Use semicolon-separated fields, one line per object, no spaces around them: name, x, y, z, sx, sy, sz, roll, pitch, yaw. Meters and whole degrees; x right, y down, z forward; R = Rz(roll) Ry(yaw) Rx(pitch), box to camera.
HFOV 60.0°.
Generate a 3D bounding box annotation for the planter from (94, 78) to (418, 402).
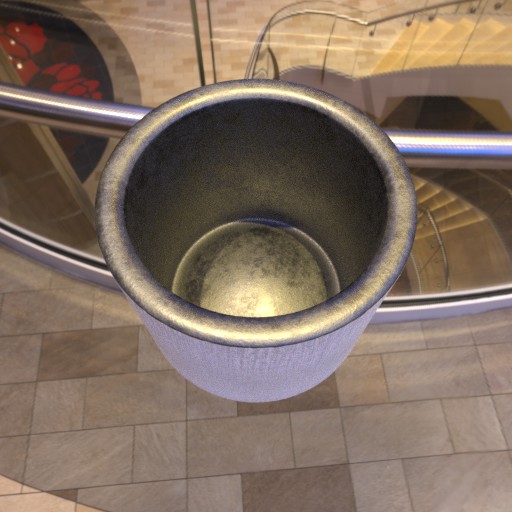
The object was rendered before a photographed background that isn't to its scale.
planter;0.000;0.000;0.219;0.125;0.112;0.125;0;63;0
